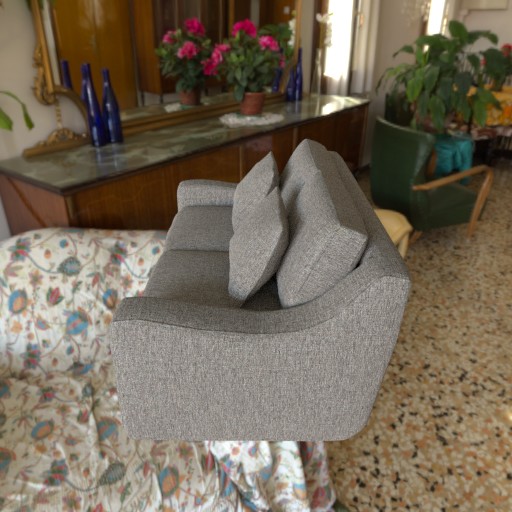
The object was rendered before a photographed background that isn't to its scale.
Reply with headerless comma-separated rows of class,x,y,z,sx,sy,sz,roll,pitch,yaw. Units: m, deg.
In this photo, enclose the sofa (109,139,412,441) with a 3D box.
sofa,0.000,0.000,2.441,1.120,0.991,1.778,0,27,1
